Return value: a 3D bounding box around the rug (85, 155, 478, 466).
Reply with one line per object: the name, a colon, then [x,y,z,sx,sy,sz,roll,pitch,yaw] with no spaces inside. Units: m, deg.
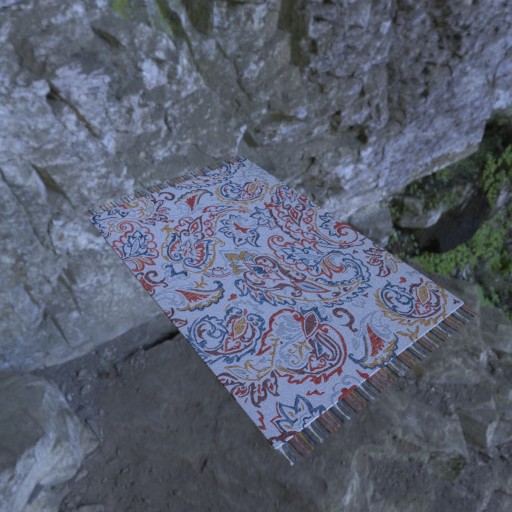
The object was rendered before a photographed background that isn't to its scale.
rug: [0.000,0.000,2.474,1.218,0.010,1.997,-27,48,-27]
